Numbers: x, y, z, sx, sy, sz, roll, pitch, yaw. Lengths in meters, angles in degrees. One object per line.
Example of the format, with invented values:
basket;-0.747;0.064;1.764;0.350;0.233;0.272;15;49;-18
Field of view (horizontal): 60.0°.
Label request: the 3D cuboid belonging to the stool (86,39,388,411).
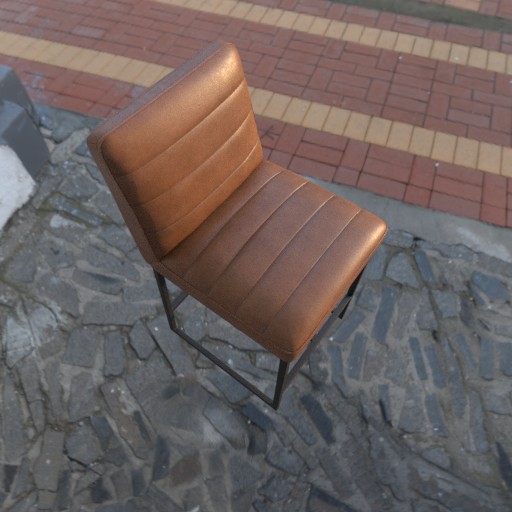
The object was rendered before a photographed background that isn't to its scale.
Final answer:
stool;0.000;0.000;1.268;0.556;0.940;0.458;33;64;18
